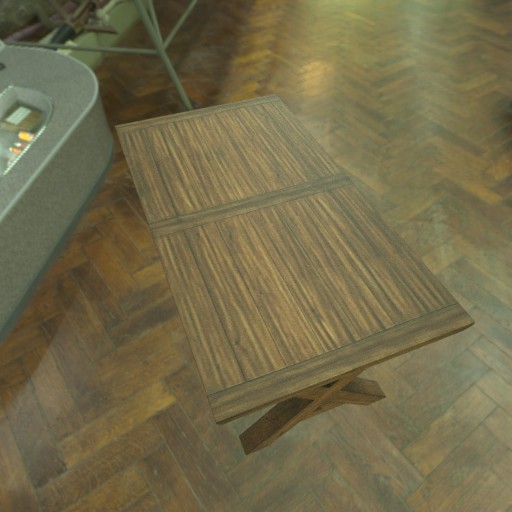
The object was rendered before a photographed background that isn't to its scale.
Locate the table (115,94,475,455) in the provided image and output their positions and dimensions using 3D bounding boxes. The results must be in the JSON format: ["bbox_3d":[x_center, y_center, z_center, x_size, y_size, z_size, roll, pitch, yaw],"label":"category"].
[{"bbox_3d":[0.000,0.000,2.515,1.071,0.793,1.966,-16,50,-15],"label":"table"}]
